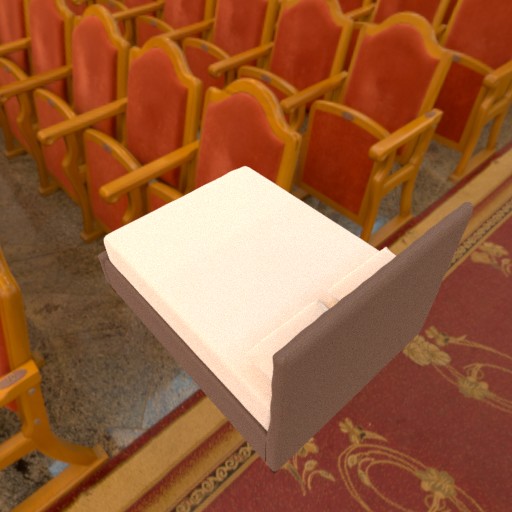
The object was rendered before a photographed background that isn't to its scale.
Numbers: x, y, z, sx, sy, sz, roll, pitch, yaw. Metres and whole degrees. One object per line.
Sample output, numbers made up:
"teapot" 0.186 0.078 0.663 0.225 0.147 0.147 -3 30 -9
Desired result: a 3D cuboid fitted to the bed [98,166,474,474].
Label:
"bed" 0.000 0.000 3.419 1.696 1.426 2.233 -33 54 -28
